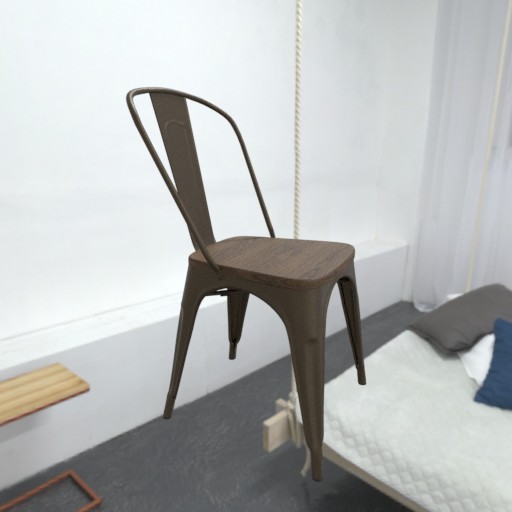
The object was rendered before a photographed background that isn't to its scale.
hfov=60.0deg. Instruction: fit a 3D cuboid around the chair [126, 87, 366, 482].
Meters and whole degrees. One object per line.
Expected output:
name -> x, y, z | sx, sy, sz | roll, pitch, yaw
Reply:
chair -> 0.000, 0.000, 1.154 | 0.532, 0.844, 0.451 | 7, 17, 25
